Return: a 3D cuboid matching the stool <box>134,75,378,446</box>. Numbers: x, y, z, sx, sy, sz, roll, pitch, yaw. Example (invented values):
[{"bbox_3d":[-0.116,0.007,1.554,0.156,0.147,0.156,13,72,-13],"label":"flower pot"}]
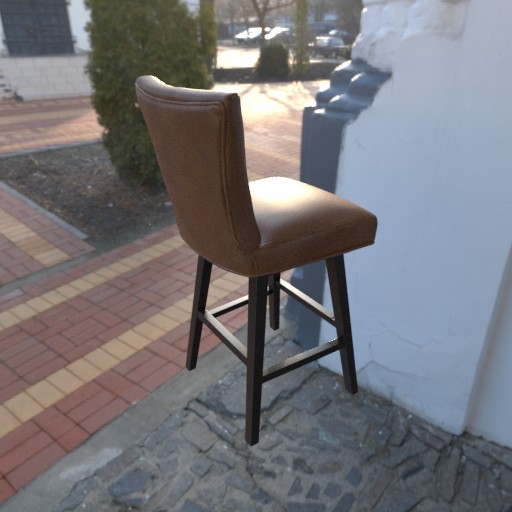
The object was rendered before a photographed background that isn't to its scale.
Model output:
[{"bbox_3d":[0.000,0.000,1.459,0.585,1.094,0.522,-17,32,-30],"label":"stool"}]
